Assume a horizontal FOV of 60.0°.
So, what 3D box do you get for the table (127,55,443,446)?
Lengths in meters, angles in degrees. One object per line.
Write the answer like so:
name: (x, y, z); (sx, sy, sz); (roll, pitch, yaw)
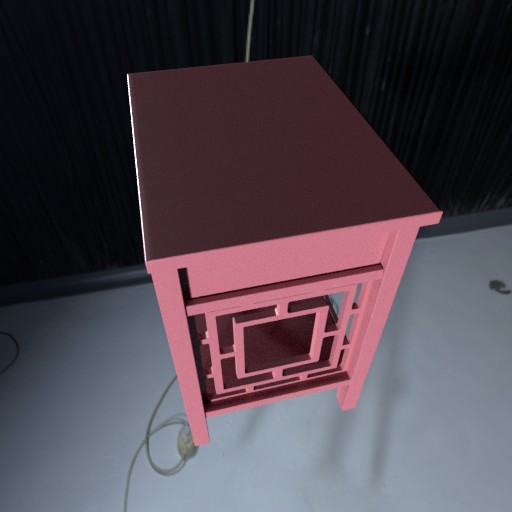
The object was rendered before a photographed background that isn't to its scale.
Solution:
table: (0.000, 0.000, 1.077); (0.451, 0.686, 0.599); (-10, 47, -9)
